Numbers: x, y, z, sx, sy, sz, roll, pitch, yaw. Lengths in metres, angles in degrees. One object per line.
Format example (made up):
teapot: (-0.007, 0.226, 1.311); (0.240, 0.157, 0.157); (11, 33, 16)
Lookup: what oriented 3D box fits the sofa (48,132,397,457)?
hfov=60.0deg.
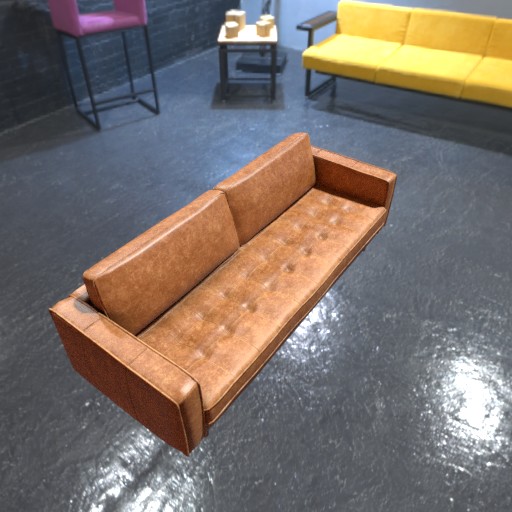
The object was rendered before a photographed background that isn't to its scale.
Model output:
sofa: (0.000, 0.000, 2.680); (0.886, 0.779, 2.199); (25, 47, 27)
